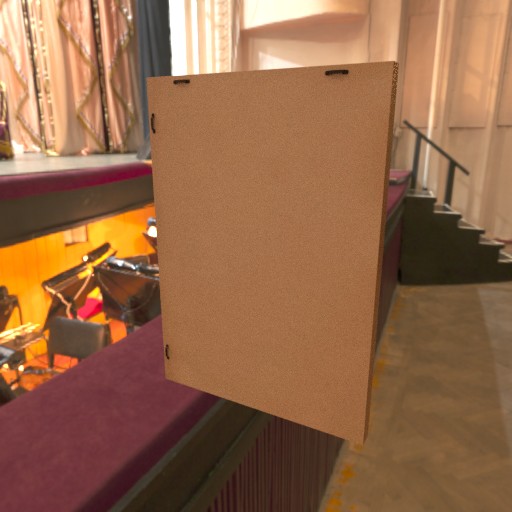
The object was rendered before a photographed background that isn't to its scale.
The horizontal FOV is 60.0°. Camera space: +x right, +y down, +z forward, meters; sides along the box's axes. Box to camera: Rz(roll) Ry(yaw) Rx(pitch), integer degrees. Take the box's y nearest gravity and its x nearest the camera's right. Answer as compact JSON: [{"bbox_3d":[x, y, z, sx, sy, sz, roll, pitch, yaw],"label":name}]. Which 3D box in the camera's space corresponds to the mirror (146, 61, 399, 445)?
[{"bbox_3d":[0.000,0.000,0.917,0.507,0.710,0.039,9,18,28],"label":"mirror"}]
